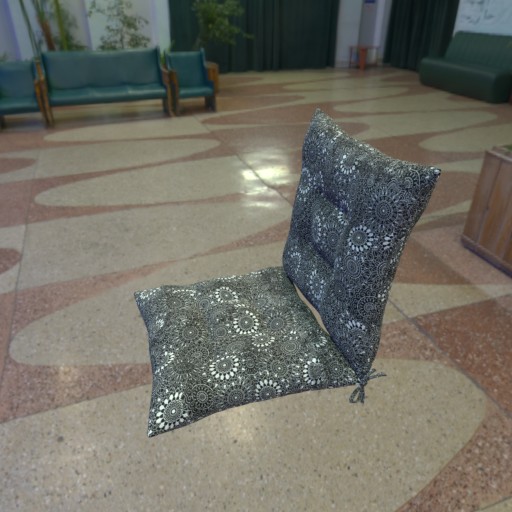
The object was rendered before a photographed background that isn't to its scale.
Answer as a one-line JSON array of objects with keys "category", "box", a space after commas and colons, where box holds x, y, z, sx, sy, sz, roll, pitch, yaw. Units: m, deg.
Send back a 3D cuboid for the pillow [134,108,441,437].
[{"category": "pillow", "box": [0.000, 0.000, 1.020, 0.585, 0.536, 0.541, -9, 32, -14]}]
